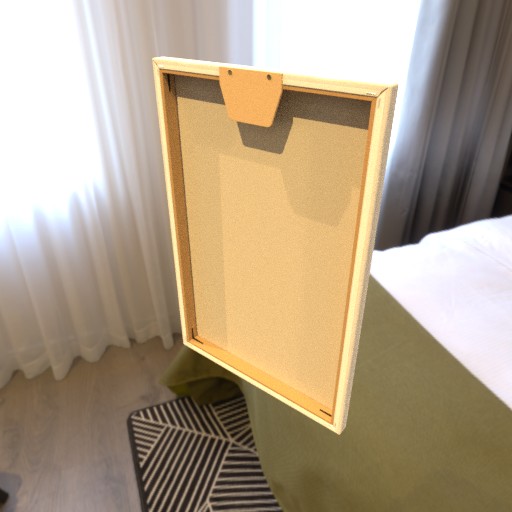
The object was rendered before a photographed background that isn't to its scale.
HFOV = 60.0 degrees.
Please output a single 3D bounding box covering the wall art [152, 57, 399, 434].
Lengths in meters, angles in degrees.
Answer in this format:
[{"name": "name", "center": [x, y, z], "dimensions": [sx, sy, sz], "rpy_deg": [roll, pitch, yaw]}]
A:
[{"name": "wall art", "center": [0.000, 0.000, 1.146], "dimensions": [0.602, 0.902, 0.048], "rpy_deg": [21, 37, 32]}]
